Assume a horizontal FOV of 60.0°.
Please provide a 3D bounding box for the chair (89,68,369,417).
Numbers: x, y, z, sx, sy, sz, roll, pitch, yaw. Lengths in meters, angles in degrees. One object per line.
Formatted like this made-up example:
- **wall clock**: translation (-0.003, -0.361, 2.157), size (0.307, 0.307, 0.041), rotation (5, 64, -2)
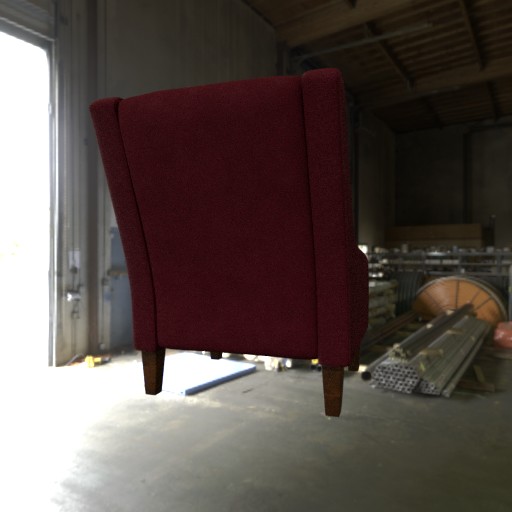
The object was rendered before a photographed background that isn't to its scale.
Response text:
- **chair**: translation (0.000, 0.000, 1.722), size (0.793, 1.017, 0.985), rotation (0, 0, 19)
